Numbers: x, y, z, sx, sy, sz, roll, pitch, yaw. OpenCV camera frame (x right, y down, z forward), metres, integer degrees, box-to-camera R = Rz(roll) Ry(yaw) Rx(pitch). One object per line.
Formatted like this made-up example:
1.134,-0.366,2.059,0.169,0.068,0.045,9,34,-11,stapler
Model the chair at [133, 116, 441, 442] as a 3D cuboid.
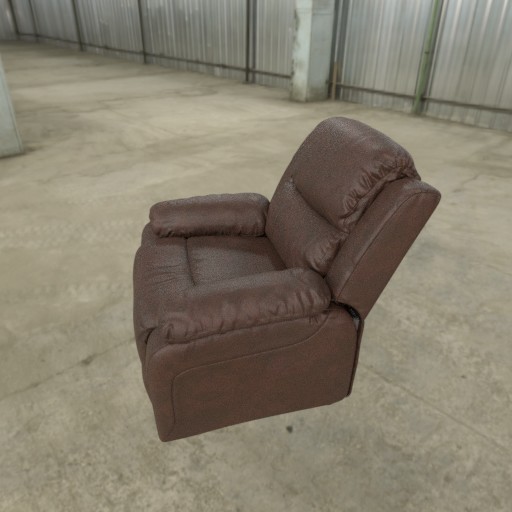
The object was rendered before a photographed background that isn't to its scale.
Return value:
0.000,0.000,1.265,0.707,0.702,0.680,-7,30,-12,chair
